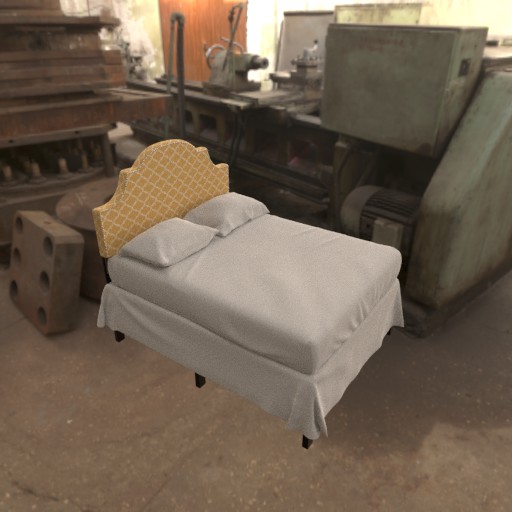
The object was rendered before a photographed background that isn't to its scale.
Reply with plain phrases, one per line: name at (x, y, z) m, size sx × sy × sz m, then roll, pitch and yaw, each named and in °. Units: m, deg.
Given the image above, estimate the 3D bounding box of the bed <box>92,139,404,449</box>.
bed at (0.000, 0.000, 3.665) m, size 2.222 × 1.633 × 1.780 m, roll 18°, pitch 33°, yaw 31°
